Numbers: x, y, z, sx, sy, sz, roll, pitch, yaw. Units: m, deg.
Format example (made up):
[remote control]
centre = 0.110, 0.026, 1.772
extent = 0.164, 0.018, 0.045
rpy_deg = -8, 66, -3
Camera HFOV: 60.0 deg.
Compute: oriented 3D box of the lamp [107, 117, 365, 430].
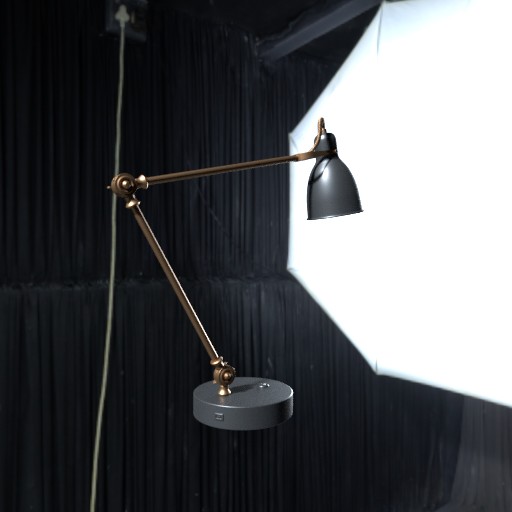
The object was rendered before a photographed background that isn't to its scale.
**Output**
[lamp]
centre = 0.000, 0.000, 0.856
extent = 0.561, 0.587, 0.187
rpy_deg = 0, 0, -36
